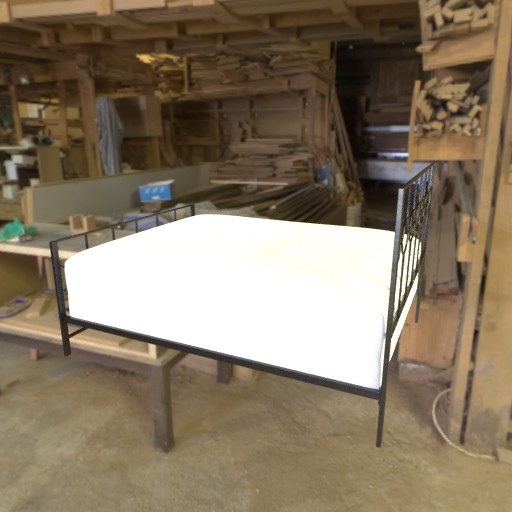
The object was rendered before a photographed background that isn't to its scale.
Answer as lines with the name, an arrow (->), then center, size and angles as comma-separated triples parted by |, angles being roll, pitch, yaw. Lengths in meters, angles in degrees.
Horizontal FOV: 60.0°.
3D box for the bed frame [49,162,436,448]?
bed frame -> 0.000, 0.000, 3.045 | 2.063, 1.222, 1.597 | 7, 18, 24
